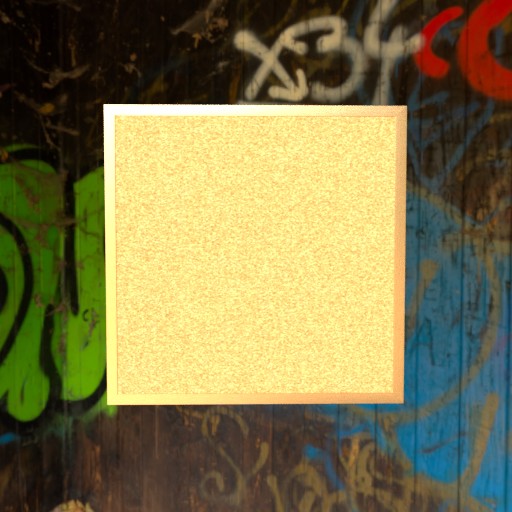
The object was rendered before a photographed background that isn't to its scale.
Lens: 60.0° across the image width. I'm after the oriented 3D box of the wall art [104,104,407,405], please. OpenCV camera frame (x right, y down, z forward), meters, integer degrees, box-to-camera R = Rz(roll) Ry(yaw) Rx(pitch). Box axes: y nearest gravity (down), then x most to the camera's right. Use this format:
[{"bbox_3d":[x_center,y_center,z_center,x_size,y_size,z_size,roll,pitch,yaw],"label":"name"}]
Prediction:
[{"bbox_3d":[0.000,0.000,0.772,0.510,0.509,0.037,0,2,-1],"label":"wall art"}]
